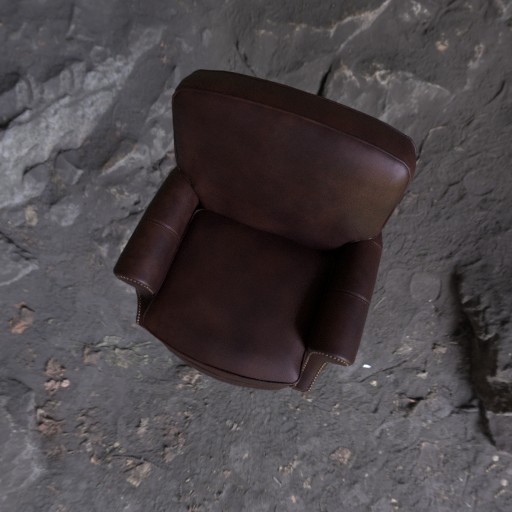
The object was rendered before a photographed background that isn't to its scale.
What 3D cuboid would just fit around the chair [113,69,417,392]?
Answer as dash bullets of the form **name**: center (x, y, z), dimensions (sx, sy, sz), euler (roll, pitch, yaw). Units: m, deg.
- **chair**: center (0.000, 0.000, 1.733), dimensions (0.936, 1.018, 0.986), euler (20, 75, 6)
